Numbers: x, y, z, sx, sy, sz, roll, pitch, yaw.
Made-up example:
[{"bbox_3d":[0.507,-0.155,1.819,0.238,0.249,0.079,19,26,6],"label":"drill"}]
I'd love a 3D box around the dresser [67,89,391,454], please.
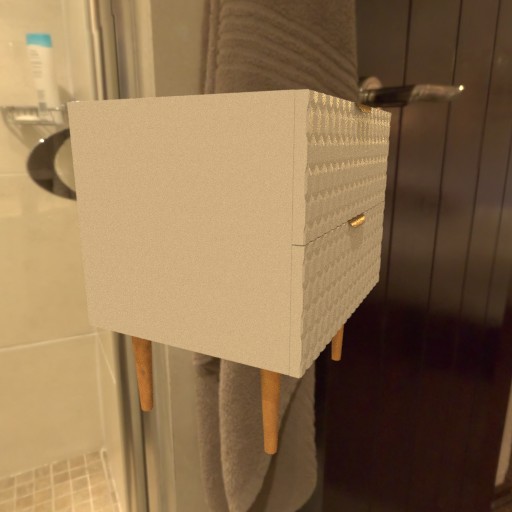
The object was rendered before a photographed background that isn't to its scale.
[{"bbox_3d":[0.000,0.000,0.896,0.414,0.568,0.503,7,16,26],"label":"dresser"}]
